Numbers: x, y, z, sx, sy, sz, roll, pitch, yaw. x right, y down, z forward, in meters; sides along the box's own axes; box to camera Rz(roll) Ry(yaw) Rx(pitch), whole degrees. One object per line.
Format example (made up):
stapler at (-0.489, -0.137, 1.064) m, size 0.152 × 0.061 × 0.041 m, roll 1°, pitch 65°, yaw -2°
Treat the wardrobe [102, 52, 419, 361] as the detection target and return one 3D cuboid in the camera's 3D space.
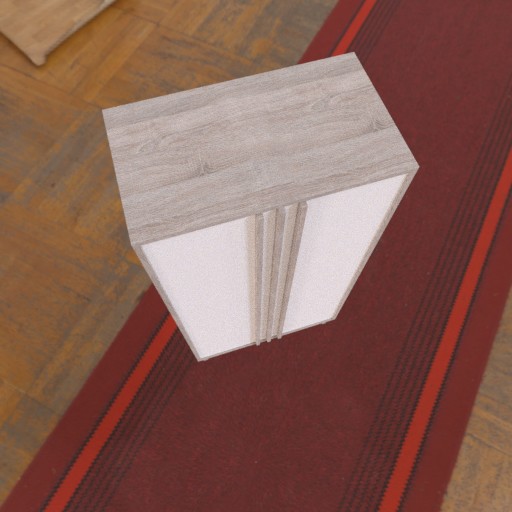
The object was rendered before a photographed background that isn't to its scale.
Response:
wardrobe at (0.000, 0.000, 2.458) m, size 1.000 × 1.960 × 0.600 m, roll -16°, pitch 66°, yaw -7°
